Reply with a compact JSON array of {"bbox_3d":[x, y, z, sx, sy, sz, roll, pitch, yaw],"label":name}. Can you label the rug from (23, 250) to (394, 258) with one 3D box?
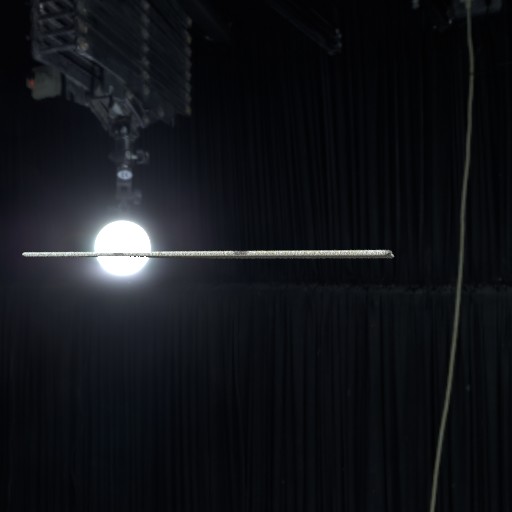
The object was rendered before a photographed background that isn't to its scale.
[{"bbox_3d":[0.000,0.000,4.057,2.399,0.026,3.000,0,-1,18],"label":"rug"}]
